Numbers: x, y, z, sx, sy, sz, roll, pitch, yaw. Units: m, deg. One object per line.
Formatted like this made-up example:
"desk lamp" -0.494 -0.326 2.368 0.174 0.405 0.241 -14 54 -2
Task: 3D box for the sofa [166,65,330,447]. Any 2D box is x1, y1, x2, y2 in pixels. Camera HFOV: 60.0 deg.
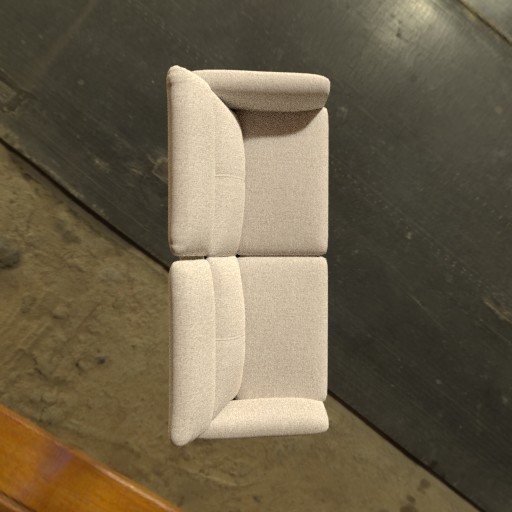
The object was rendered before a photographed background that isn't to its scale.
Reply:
"sofa" 0.000 0.000 2.522 0.856 0.956 2.015 0 91 -1
